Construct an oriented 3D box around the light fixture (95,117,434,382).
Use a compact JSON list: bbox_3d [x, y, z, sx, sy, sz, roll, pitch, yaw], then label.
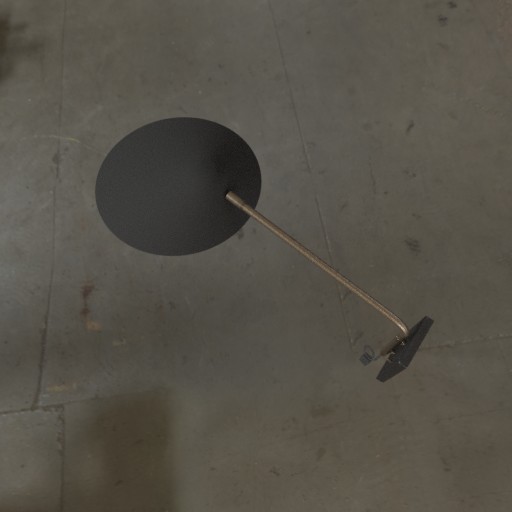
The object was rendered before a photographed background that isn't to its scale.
[{"bbox_3d":[0.000,0.000,0.681,0.516,0.312,0.240,33,69,14],"label":"light fixture"}]
